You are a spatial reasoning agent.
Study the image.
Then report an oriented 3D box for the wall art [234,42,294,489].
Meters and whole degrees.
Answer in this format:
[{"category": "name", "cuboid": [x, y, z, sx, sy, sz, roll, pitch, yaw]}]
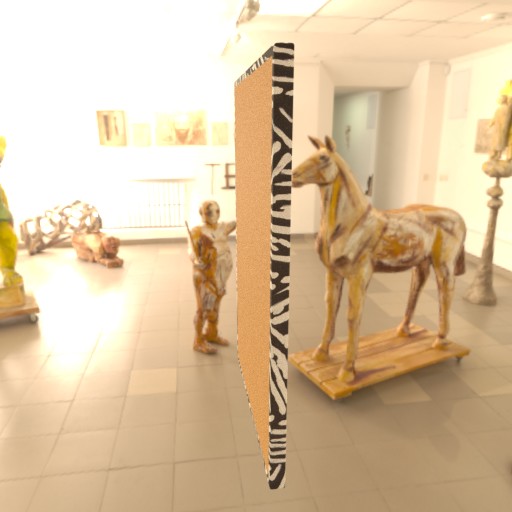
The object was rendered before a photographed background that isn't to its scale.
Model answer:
[{"category": "wall art", "cuboid": [0.000, 0.000, 1.163, 0.035, 0.918, 0.615, -2, 16, -9]}]
